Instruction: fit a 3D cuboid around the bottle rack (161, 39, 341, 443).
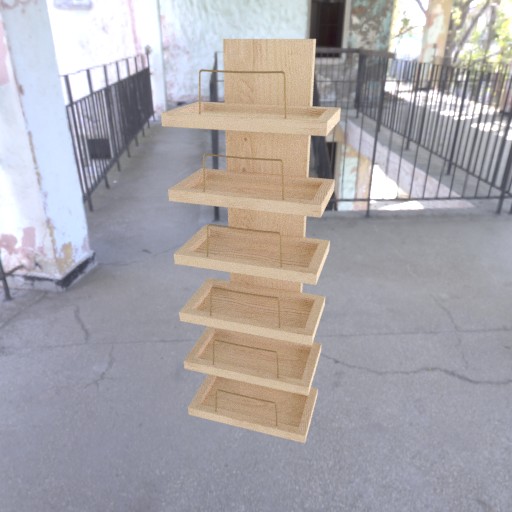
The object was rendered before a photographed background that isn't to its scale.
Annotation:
[{"bbox_3d":[0.000,0.000,1.073,0.330,0.943,0.206,8,27,15],"label":"bottle rack"}]
